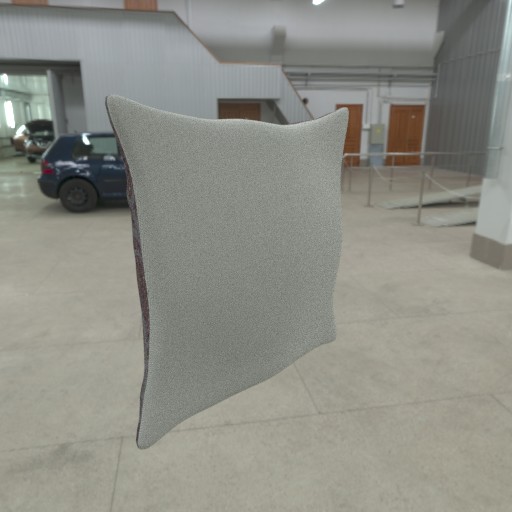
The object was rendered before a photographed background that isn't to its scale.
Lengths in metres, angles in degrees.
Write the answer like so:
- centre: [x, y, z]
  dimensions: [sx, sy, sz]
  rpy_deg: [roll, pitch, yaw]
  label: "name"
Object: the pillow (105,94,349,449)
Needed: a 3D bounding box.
- centre: [0.000, 0.000, 0.779]
  dimensions: [0.163, 0.513, 0.514]
  rpy_deg: [16, 23, 42]
  label: "pillow"
